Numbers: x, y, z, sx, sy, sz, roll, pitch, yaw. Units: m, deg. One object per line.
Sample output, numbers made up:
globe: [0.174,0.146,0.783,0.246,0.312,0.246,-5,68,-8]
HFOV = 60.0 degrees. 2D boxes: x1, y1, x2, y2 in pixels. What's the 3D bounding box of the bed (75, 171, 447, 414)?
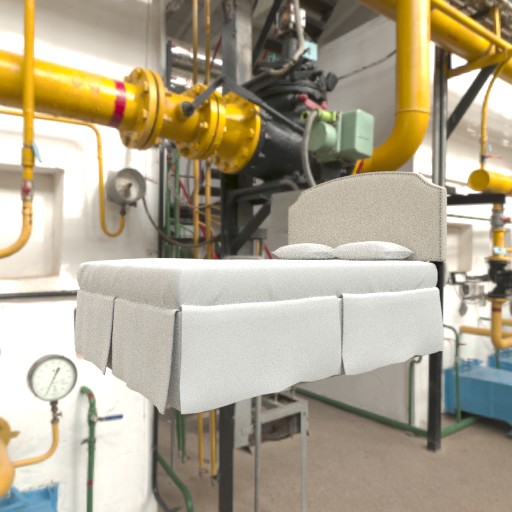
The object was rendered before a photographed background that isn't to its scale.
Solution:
bed: [0.000,0.000,2.915,1.999,1.270,1.558,0,0,-37]
